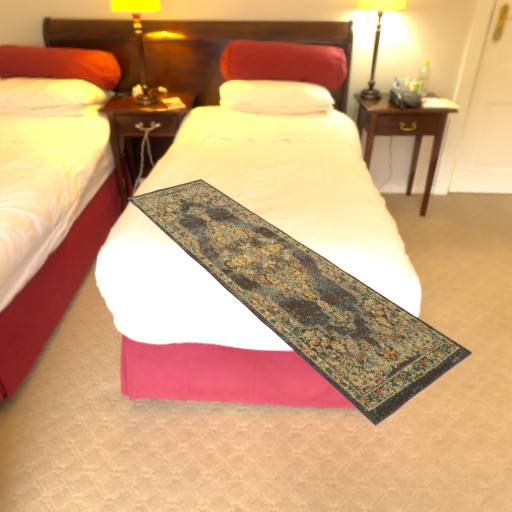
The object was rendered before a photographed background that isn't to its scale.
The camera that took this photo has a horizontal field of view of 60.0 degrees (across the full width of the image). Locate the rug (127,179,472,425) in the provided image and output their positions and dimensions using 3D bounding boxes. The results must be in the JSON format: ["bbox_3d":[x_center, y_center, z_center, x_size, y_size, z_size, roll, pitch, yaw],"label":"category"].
[{"bbox_3d":[0.000,0.000,2.483,0.602,0.016,2.283,-21,38,-29],"label":"rug"}]
